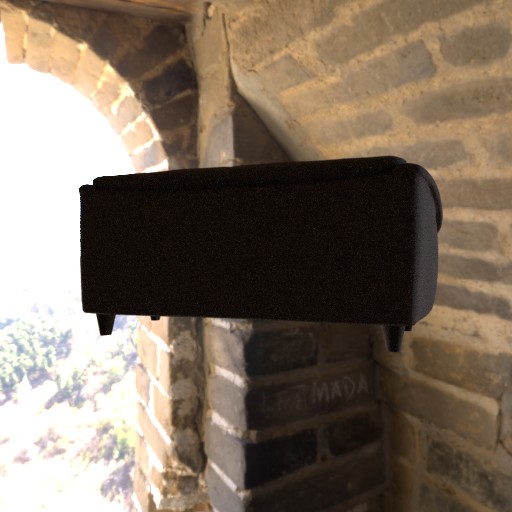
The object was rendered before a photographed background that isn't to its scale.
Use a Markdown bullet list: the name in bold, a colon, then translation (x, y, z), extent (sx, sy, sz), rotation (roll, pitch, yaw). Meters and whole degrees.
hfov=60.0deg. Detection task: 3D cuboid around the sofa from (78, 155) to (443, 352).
- **sofa**: translation (0.000, 0.000, 2.316), extent (1.849, 0.790, 0.887), rotation (0, -1, 17)
